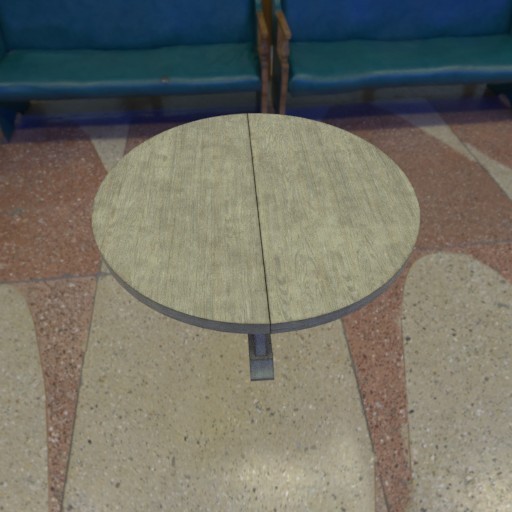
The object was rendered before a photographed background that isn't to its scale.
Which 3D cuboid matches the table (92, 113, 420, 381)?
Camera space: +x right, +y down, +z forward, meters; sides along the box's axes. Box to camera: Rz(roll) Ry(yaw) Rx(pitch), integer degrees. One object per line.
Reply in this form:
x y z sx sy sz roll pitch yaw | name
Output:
0.000 0.000 2.173 1.363 0.781 1.363 0 46 0 | table
